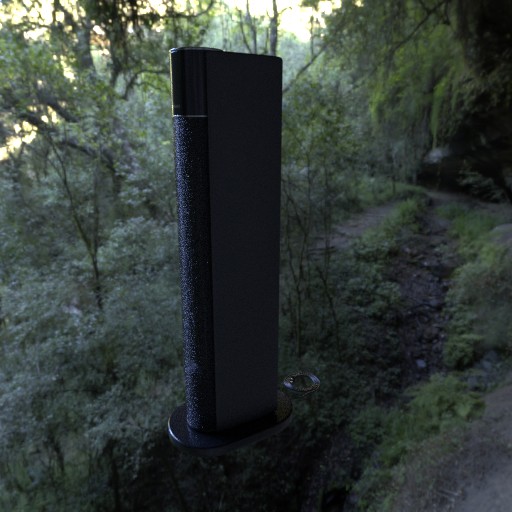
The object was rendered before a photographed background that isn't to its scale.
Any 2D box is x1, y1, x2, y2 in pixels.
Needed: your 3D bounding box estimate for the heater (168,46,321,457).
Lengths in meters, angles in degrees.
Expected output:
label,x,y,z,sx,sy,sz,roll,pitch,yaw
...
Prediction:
label,x,y,z,sx,sy,sz,roll,pitch,yaw
heater,0.000,0.000,1.033,0.458,0.856,0.214,-8,18,-26
